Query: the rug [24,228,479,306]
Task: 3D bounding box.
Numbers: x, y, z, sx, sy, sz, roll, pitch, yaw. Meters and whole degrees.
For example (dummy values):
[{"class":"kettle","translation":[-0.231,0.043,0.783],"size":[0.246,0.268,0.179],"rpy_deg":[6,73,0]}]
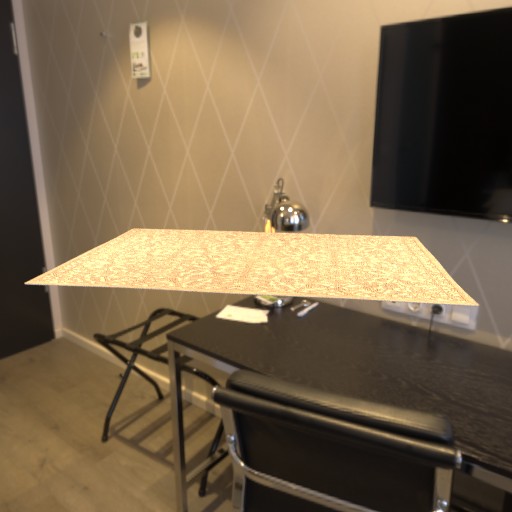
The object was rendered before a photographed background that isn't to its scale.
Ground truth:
[{"class":"rug","translation":[0.000,0.000,3.064],"size":[2.435,0.012,1.529],"rpy_deg":[2,15,8]}]
